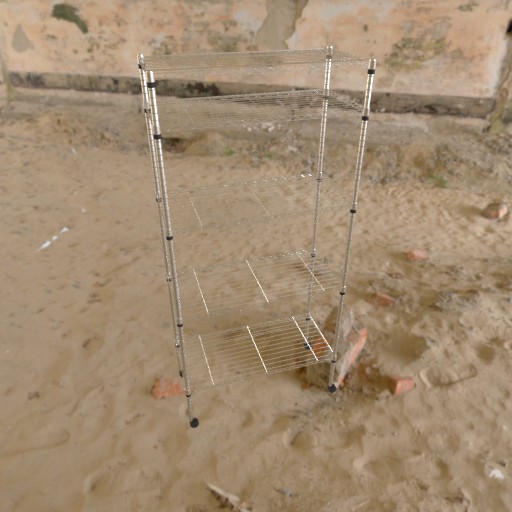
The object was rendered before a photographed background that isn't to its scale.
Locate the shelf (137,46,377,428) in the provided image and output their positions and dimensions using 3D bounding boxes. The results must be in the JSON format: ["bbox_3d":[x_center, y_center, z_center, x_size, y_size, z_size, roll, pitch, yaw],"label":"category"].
[{"bbox_3d":[0.000,0.000,1.915,0.762,1.587,0.356,-9,33,-14],"label":"shelf"}]
